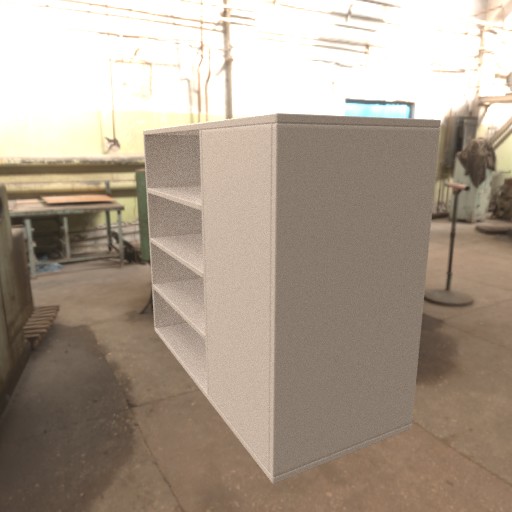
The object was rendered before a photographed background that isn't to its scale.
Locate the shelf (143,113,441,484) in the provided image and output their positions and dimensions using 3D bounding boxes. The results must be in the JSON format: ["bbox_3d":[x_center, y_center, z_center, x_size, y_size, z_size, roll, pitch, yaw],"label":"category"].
[{"bbox_3d":[0.000,0.000,1.300,0.396,0.732,0.895,-7,16,-27],"label":"shelf"}]
